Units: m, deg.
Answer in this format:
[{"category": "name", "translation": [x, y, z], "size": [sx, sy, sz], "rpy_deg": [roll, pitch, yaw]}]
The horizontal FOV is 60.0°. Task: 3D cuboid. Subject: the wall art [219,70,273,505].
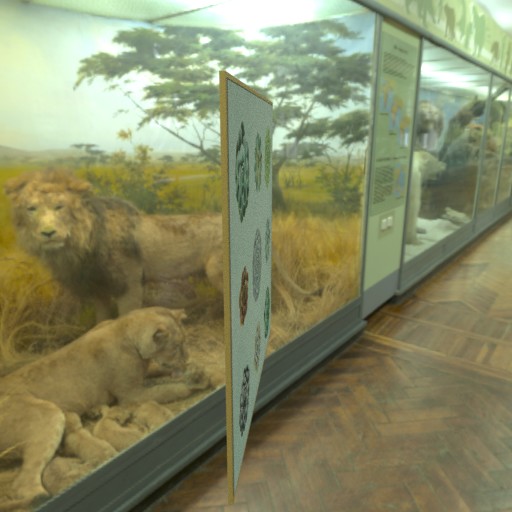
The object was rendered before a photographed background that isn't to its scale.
[{"category": "wall art", "translation": [0.000, 0.000, 1.382], "size": [0.013, 0.959, 0.962], "rpy_deg": [2, 16, 7]}]
